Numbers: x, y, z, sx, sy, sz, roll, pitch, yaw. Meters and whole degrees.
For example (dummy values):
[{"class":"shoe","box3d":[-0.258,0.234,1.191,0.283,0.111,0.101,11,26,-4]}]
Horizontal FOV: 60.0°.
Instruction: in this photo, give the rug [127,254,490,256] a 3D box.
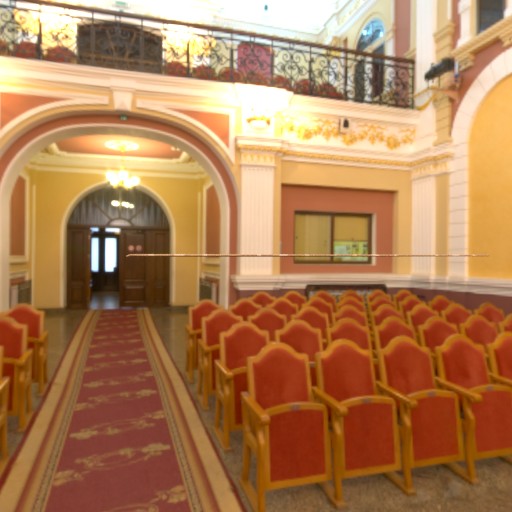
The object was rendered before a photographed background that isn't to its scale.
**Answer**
[{"class":"rug","box3d":[0.000,0.000,4.364,2.438,0.010,3.353,0,0,-17]}]
